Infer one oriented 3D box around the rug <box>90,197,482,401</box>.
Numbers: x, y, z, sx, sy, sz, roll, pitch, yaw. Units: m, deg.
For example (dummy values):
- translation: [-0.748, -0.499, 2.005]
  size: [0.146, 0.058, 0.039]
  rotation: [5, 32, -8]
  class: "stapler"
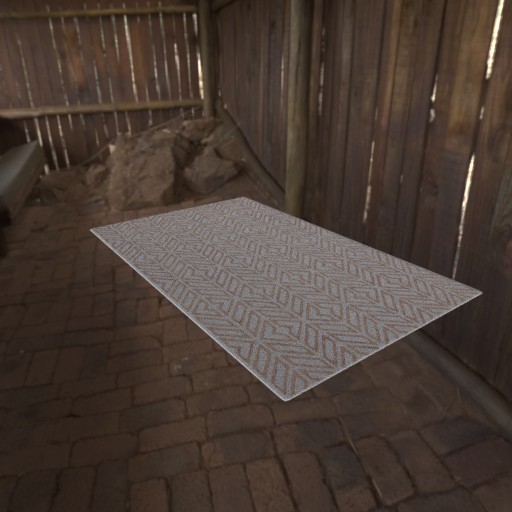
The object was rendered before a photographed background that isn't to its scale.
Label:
- translation: [0.000, 0.000, 3.083]
  size: [1.523, 0.008, 2.438]
  rotation: [-17, 29, -33]
  class: "rug"
